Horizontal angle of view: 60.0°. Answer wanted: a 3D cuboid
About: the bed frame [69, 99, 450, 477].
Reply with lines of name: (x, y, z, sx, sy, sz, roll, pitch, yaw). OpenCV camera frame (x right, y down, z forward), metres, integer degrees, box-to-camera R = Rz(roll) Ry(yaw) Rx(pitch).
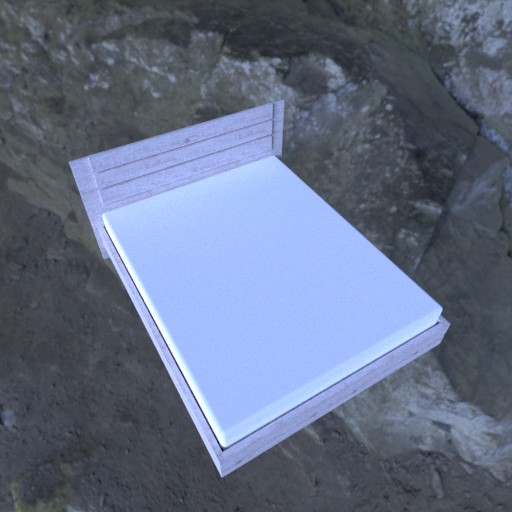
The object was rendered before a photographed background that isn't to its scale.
bed frame: (0.000, 0.000, 3.067, 1.750, 0.970, 2.080, -23, 50, -21)
